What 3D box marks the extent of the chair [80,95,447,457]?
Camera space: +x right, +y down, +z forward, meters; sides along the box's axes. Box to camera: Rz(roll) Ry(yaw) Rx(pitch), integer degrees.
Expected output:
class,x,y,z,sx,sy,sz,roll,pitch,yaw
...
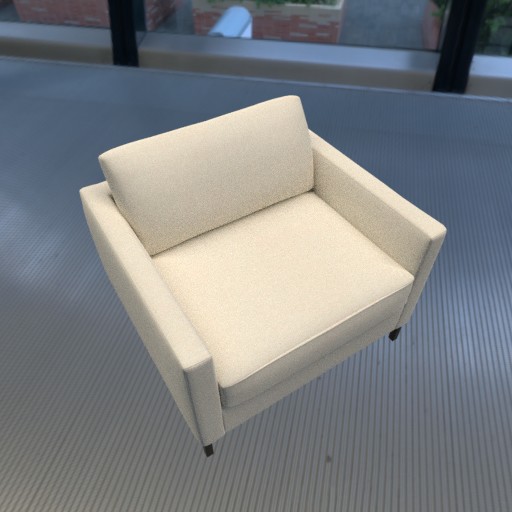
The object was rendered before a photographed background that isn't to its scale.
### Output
class,x,y,z,sx,sy,sz,roll,pitch,yaw
chair,0.000,0.000,1.629,0.964,0.806,0.875,-25,51,-22
